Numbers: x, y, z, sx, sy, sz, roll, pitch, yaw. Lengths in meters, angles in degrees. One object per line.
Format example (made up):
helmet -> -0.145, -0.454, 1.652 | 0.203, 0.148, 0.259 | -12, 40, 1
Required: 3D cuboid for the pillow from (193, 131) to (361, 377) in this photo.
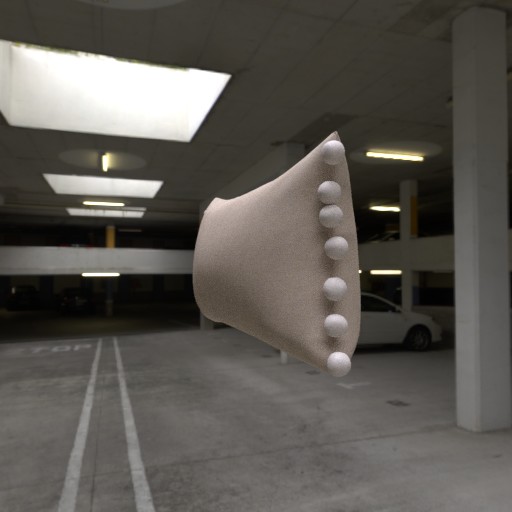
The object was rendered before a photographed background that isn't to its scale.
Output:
pillow -> 0.000, 0.000, 0.852 | 0.201, 0.322, 0.709 | 1, -2, -19
